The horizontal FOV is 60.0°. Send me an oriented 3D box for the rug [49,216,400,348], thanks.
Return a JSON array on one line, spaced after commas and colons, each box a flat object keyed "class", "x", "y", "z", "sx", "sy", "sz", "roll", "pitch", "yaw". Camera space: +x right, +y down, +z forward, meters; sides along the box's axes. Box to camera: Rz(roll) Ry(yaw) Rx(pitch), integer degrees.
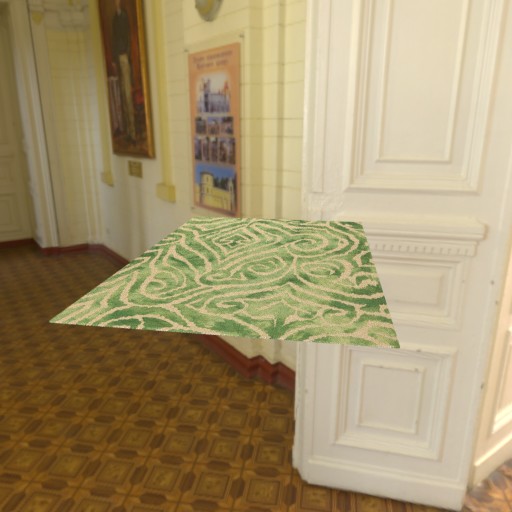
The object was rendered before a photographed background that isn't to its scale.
[{"class": "rug", "x": 0.000, "y": 0.000, "z": 2.364, "sx": 1.220, "sy": 0.006, "sz": 1.826, "roll": 3, "pitch": 17, "yaw": 9}]
